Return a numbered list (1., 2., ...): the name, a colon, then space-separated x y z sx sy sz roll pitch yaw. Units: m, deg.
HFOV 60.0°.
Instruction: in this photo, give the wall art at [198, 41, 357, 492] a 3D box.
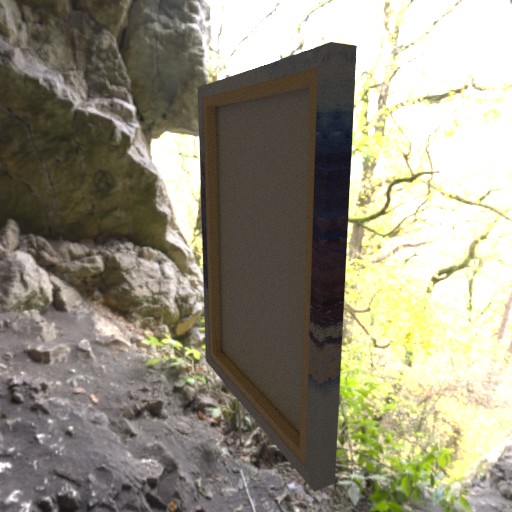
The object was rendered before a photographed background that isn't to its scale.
1. wall art: 0.000 0.000 0.748 0.036 0.581 0.437 -7 16 -26
